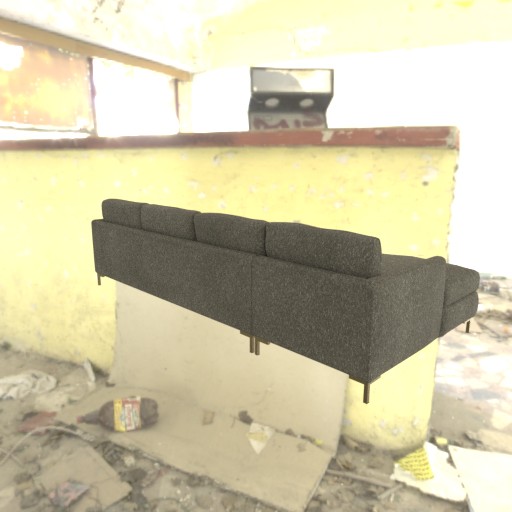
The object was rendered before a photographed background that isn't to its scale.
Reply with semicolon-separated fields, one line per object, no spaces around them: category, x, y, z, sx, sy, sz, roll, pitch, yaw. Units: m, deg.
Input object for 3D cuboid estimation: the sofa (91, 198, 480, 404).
sofa;0.000;0.000;3.484;1.350;0.810;2.932;-12;18;-43
